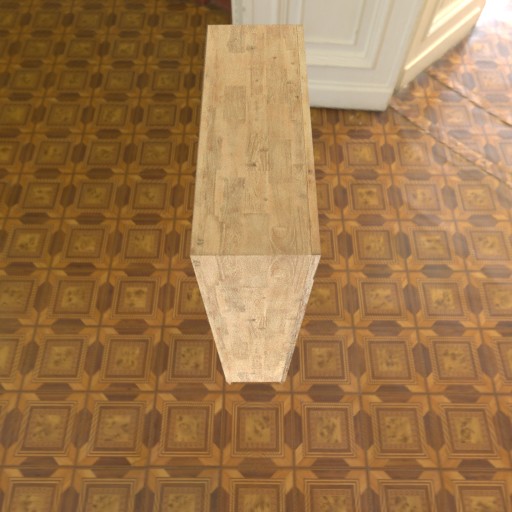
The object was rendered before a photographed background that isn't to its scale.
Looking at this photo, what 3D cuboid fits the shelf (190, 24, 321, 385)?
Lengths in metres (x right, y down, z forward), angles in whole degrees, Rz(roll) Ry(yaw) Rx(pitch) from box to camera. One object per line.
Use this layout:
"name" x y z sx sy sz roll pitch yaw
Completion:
"shelf" 0.000 0.000 1.763 0.308 1.471 0.748 0 63 0
